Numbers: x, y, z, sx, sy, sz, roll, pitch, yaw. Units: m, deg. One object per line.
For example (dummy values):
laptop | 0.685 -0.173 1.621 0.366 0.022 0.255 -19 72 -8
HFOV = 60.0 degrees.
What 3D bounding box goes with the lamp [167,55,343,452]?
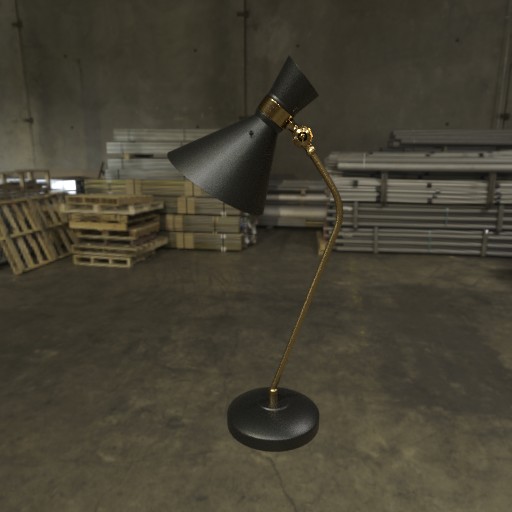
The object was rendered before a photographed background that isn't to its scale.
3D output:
lamp | 0.000 0.000 0.772 0.292 0.647 0.189 2 13 9
